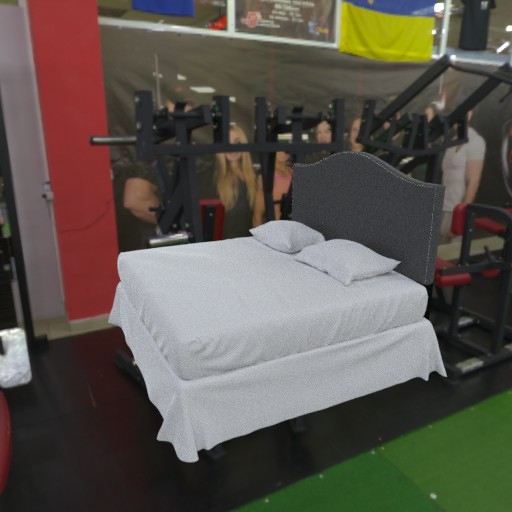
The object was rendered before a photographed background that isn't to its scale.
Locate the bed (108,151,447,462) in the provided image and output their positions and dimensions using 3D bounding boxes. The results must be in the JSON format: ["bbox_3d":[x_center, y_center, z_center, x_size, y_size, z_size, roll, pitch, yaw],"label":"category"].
[{"bbox_3d":[0.000,0.000,3.699,2.219,1.651,2.314,-8,19,-25],"label":"bed"}]
